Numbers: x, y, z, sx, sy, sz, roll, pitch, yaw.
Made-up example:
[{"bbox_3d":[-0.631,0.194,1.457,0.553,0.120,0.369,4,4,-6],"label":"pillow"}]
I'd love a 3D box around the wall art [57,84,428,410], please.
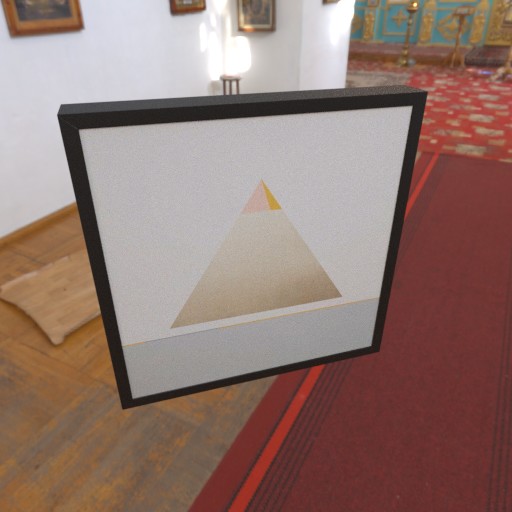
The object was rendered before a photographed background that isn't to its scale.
[{"bbox_3d":[0.000,0.000,0.442,0.304,0.303,0.037,-9,31,-14],"label":"wall art"}]
